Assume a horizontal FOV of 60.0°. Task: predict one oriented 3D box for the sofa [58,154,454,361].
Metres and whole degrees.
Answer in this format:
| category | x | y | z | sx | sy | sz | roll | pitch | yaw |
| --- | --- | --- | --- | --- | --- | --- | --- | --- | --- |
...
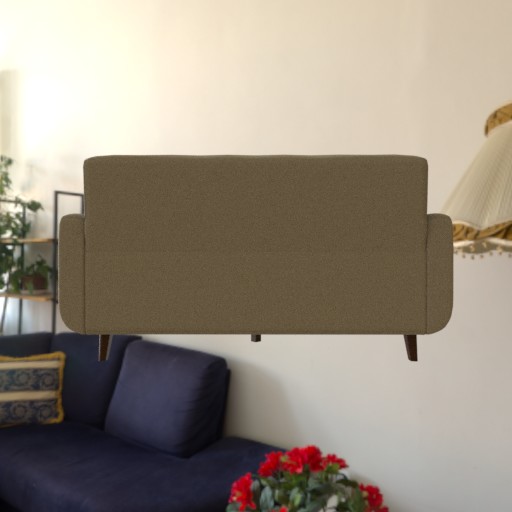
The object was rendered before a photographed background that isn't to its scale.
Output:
| category | x | y | z | sx | sy | sz | roll | pitch | yaw |
| --- | --- | --- | --- | --- | --- | --- | --- | --- | --- |
| sofa | 0.000 | 0.000 | 2.279 | 1.655 | 0.892 | 0.980 | 0 | 0 | 0 |
